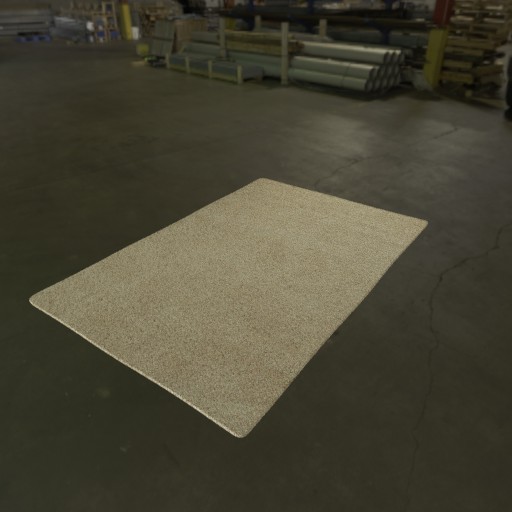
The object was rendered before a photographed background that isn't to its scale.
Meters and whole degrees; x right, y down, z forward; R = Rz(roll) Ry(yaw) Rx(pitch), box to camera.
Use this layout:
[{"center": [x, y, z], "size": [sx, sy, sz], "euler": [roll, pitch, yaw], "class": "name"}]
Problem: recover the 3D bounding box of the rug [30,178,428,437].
[{"center": [0.000, 0.000, 3.411], "size": [1.801, 0.024, 2.700], "euler": [21, 37, 30], "class": "rug"}]
